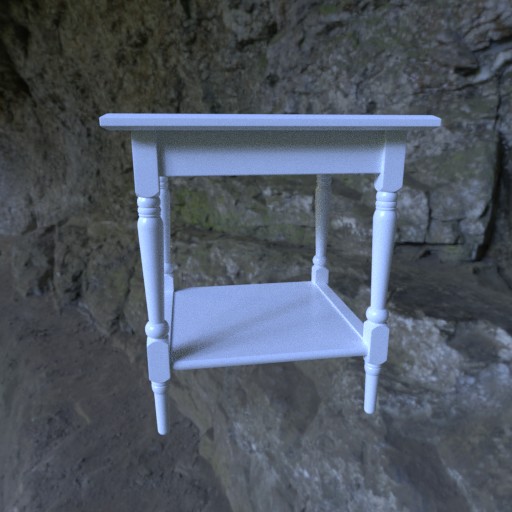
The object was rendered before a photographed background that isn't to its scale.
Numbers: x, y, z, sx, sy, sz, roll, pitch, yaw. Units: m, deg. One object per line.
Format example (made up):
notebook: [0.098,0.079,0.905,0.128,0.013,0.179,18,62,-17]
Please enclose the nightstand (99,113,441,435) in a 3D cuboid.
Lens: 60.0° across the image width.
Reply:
nightstand: [0.000,0.000,0.934,0.505,0.555,0.459,-2,16,-9]
